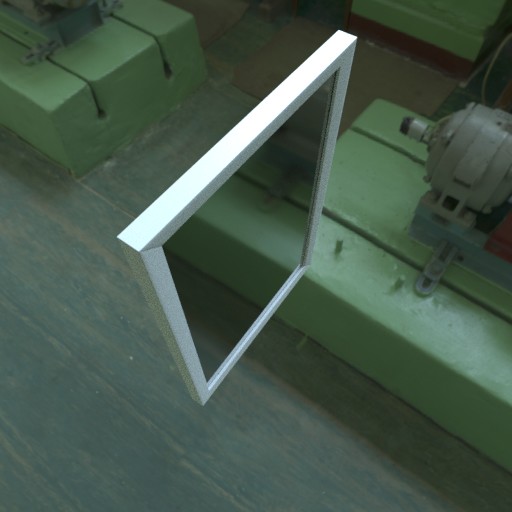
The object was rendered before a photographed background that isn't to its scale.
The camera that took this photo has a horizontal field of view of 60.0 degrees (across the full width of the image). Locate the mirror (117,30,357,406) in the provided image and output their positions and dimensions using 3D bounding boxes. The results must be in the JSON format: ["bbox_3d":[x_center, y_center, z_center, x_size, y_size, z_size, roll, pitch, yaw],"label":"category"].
[{"bbox_3d":[0.000,0.000,0.913,0.040,0.710,0.507,31,63,18],"label":"mirror"}]
